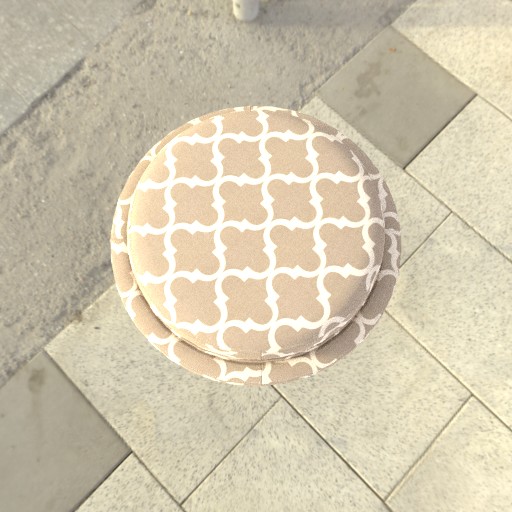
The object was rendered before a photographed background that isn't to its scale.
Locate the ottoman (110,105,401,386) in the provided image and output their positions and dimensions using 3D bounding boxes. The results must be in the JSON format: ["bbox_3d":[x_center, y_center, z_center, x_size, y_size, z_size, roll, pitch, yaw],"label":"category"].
[{"bbox_3d":[0.000,0.000,0.856,0.480,0.429,0.480,0,76,0],"label":"ottoman"}]
